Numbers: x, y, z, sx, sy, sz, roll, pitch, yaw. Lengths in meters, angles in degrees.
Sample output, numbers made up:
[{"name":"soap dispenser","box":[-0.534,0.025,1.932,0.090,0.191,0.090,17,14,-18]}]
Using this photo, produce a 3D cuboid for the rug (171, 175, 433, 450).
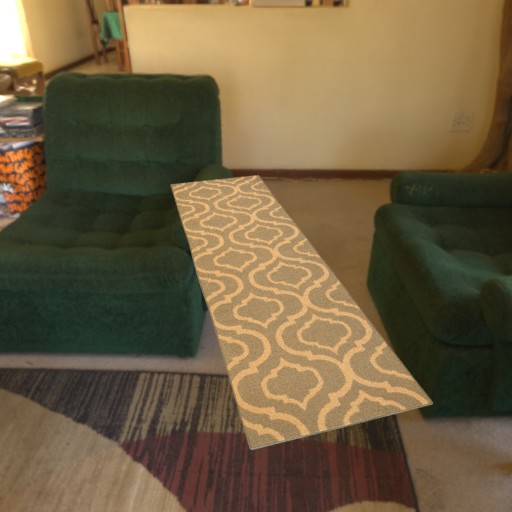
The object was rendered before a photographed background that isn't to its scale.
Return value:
[{"name":"rug","box":[0.000,0.000,2.440,0.684,0.009,2.275,-8,33,-13]}]
